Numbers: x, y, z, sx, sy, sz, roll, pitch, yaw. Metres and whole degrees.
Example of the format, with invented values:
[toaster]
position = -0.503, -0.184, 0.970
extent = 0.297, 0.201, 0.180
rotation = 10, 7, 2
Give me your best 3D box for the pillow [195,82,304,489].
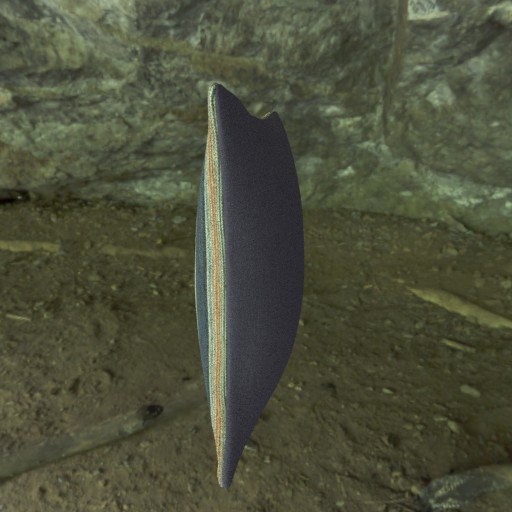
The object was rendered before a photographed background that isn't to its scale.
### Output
[pillow]
position = 0.000, 0.000, 0.632
extent = 0.136, 0.419, 0.437
rotation = 2, 15, 9
